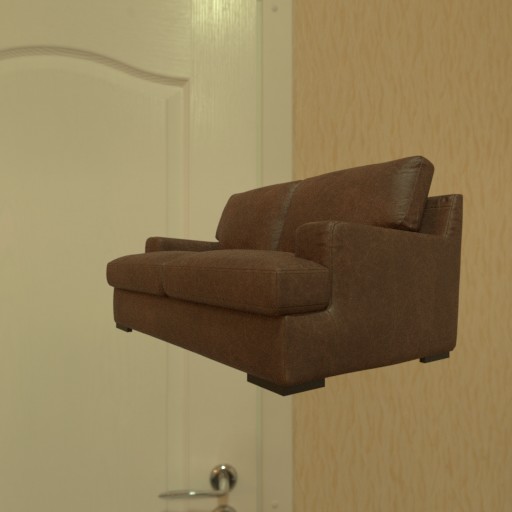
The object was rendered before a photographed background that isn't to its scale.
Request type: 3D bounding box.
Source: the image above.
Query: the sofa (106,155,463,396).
[{"bbox_3d":[0.000,0.000,2.485,1.143,0.939,1.880,0,0,-35],"label":"sofa"}]
